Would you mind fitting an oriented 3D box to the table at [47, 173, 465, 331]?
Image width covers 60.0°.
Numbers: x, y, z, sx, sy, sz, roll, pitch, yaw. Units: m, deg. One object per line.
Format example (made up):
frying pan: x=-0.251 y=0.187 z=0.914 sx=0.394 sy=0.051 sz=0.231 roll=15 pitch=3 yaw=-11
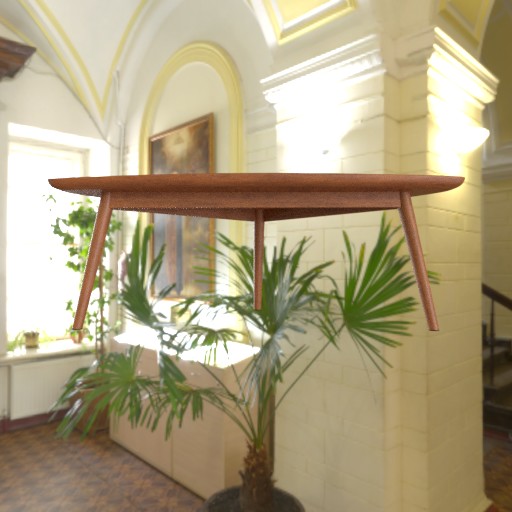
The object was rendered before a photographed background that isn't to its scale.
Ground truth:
table: x=0.000 y=0.000 z=1.289 sx=1.008 sy=0.365 sz=0.601 roll=0 pitch=-1 yaw=1
